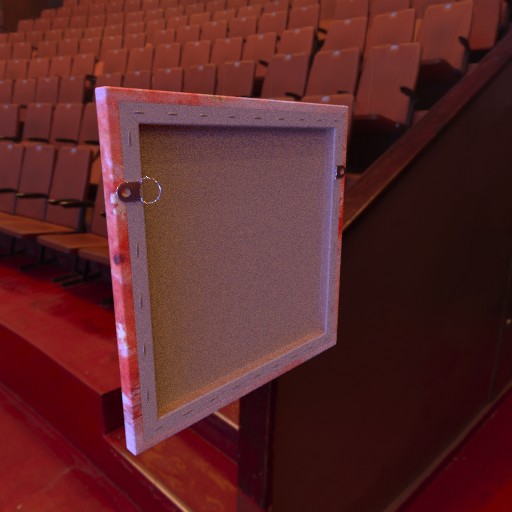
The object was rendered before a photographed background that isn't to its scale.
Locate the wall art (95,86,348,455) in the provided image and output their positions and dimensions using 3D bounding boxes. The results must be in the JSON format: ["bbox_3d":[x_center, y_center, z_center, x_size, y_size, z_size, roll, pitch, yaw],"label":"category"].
[{"bbox_3d":[0.000,0.000,1.113,0.064,0.746,0.747,14,21,43],"label":"wall art"}]
